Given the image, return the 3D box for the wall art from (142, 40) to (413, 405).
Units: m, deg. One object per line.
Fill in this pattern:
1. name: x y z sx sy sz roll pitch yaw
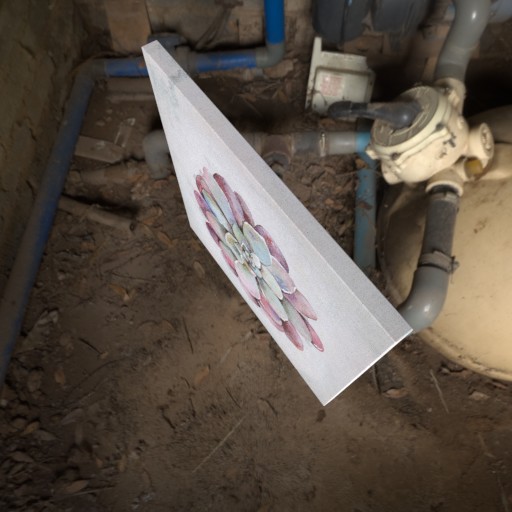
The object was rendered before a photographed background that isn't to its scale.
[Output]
1. wall art: 0.000 0.000 1.132 0.041 0.762 0.762 -33 69 -14
